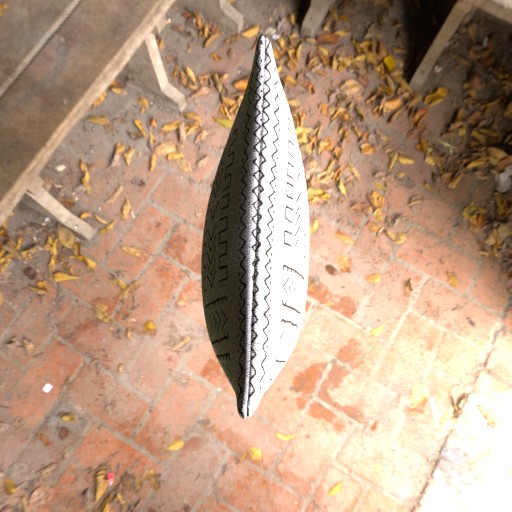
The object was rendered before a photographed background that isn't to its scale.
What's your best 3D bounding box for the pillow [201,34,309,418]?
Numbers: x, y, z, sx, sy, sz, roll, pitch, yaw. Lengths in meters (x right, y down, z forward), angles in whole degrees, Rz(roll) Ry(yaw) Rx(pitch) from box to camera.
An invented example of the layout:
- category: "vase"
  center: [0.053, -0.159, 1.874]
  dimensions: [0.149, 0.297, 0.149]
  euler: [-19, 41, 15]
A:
- category: "pillow"
  center: [0.000, 0.000, 0.675]
  dimensions: [0.164, 0.430, 0.438]
  euler: [3, 76, 1]
